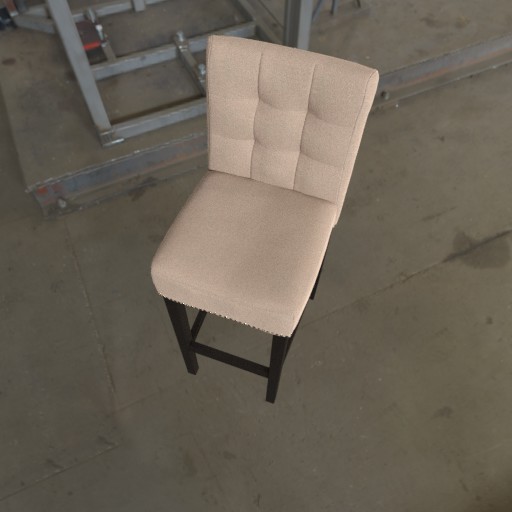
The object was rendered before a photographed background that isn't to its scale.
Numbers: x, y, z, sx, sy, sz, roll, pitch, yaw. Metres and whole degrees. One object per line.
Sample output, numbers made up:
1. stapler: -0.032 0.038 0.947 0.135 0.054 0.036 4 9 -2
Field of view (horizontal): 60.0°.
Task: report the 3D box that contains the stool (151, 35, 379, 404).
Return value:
1. stool: 0.000 0.000 1.328 0.411 1.047 0.548 17 60 10
